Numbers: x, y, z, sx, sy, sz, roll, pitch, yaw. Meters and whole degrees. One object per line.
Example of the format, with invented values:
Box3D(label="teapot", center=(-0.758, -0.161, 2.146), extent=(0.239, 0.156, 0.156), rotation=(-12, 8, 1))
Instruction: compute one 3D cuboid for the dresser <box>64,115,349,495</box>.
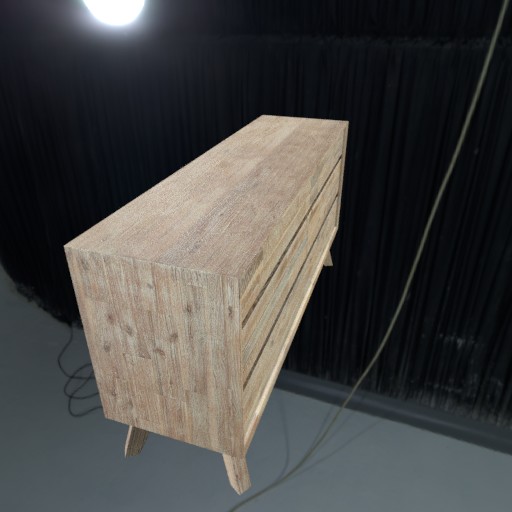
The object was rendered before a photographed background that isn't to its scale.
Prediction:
Box3D(label="dresser", center=(0.000, 0.000, 1.845), extent=(0.455, 0.805, 1.554), rotation=(9, 31, 16))
